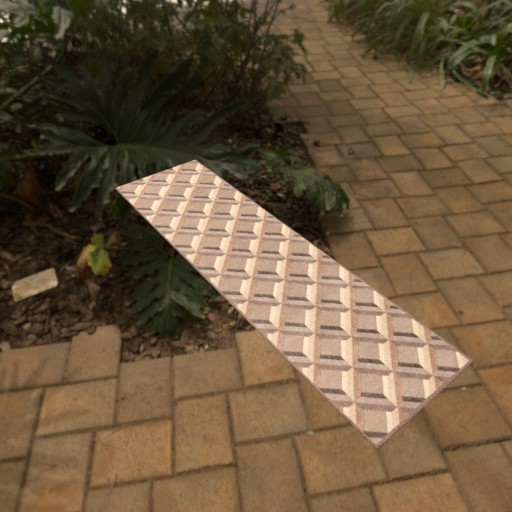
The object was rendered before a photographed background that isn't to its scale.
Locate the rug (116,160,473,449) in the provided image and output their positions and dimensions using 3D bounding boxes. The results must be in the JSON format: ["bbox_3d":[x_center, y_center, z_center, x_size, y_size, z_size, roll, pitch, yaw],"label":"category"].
[{"bbox_3d":[0.000,0.000,2.636,0.685,0.013,2.437,-27,48,-28],"label":"rug"}]
